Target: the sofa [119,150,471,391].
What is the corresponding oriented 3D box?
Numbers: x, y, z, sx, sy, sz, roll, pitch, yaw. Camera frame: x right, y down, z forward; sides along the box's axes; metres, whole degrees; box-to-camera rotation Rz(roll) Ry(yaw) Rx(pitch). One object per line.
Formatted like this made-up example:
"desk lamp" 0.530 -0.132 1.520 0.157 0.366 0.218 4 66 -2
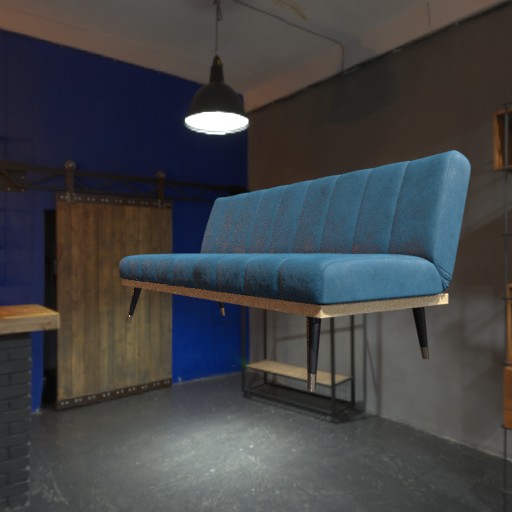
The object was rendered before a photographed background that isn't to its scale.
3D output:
"sofa" 0.000 0.000 2.258 0.830 0.825 1.810 0 0 -36
